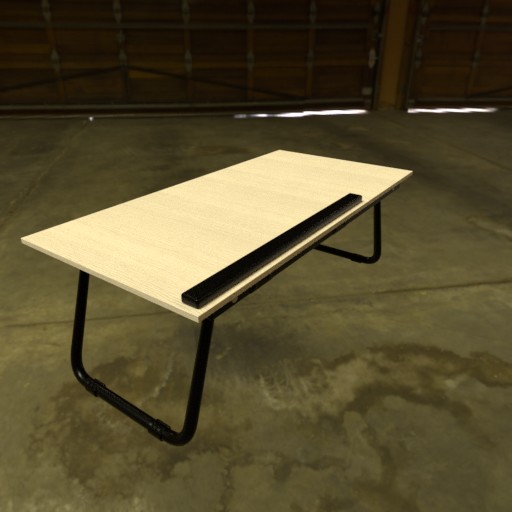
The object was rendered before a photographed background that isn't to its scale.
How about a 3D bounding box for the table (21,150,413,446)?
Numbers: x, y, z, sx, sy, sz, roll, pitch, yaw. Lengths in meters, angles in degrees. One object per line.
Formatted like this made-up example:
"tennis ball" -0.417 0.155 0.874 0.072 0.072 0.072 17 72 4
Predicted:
"table" 0.000 0.000 0.796 0.322 0.242 0.644 18 31 32
